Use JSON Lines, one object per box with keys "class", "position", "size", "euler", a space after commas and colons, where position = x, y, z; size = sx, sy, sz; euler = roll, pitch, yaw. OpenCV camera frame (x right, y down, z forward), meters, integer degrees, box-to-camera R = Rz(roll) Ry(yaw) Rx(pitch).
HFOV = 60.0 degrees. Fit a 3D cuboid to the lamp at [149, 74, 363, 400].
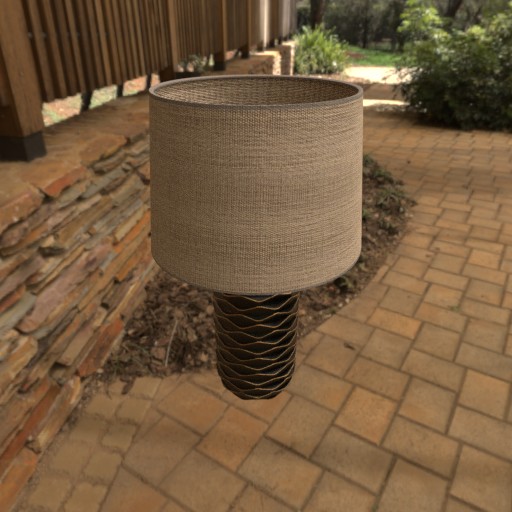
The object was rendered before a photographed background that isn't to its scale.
{"class": "lamp", "position": [0.000, 0.000, 0.826], "size": [0.376, 0.594, 0.376], "euler": [0, 28, 0]}
